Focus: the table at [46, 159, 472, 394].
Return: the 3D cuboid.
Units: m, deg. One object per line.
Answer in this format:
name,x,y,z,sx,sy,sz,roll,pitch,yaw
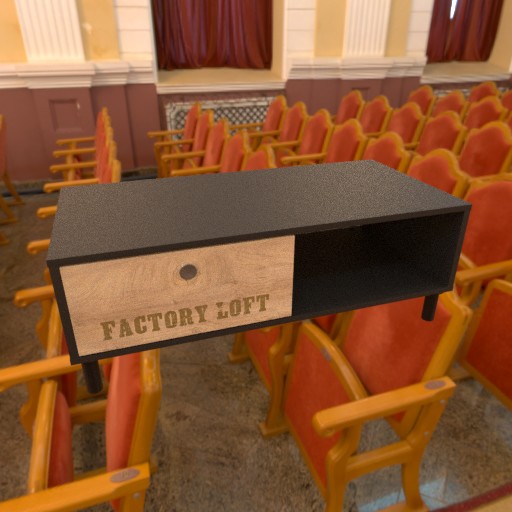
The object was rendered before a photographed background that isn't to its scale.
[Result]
table,0.000,0.000,1.396,1.100,0.400,0.550,-8,28,-16
